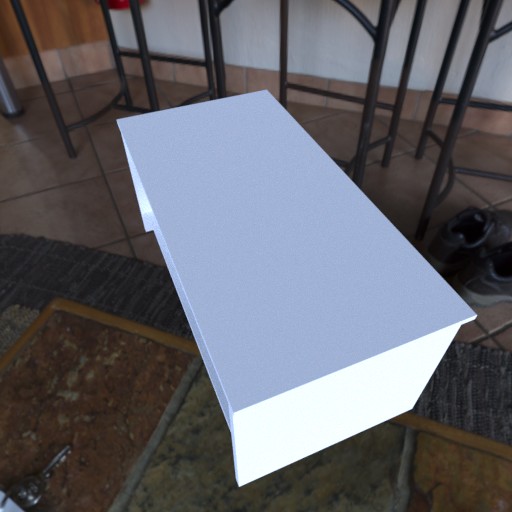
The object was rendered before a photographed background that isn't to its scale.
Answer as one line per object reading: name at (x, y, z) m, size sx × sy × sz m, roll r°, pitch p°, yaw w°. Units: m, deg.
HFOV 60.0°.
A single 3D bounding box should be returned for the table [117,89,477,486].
table at (0.000, 0.000, 1.259) m, size 0.500 × 0.441 × 1.000 m, roll -17°, pitch 49°, yaw -15°
